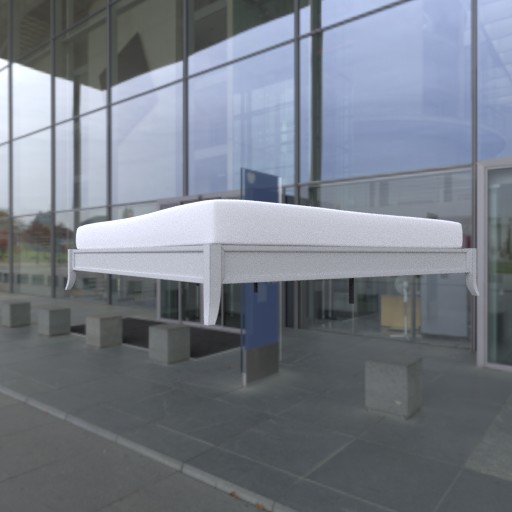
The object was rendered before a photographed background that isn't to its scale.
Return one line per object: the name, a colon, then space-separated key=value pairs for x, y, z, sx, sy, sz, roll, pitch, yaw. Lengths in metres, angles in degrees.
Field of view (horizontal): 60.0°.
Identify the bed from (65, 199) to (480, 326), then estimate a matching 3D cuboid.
bed: x=0.000 y=0.000 z=3.084 sx=2.007 sy=0.510 sz=2.108 roll=0 pitch=0 yaw=-37
